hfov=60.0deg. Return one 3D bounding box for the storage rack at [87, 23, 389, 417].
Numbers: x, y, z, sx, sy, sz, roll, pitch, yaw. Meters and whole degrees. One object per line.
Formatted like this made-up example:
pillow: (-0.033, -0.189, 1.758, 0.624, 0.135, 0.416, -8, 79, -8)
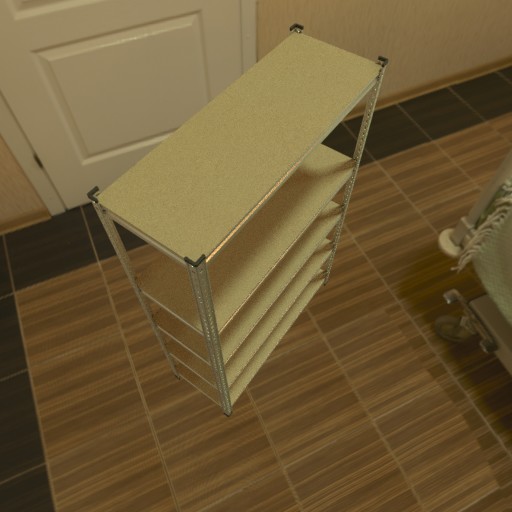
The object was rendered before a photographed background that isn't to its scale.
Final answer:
storage rack: (0.000, 0.000, 2.372, 0.457, 1.829, 1.219, 31, 62, 19)
